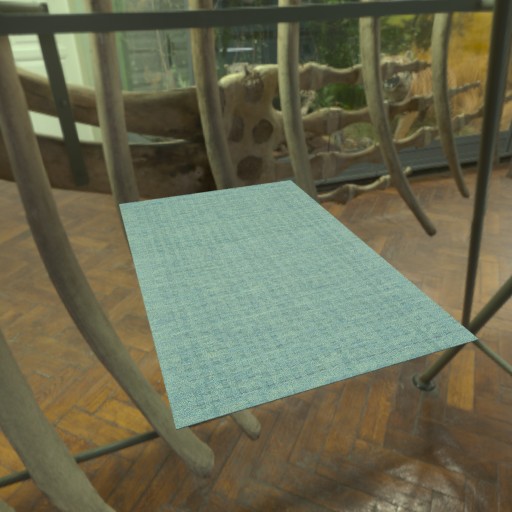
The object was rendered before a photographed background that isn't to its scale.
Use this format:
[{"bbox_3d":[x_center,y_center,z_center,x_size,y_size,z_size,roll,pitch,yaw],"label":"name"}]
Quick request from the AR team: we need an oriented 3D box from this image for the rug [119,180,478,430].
[{"bbox_3d":[0.000,0.000,2.905,1.522,0.006,2.286,-11,33,-17],"label":"rug"}]
